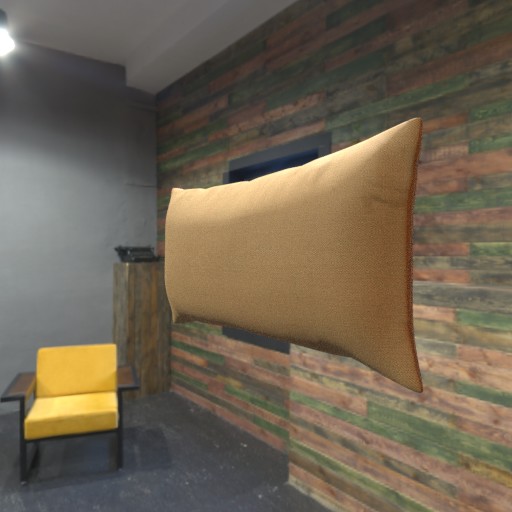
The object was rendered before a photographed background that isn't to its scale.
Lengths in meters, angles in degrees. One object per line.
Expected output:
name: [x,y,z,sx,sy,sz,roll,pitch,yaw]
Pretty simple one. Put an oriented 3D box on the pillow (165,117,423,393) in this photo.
pillow: [0.000,0.000,0.714,0.151,0.291,0.608,0,0,-36]
